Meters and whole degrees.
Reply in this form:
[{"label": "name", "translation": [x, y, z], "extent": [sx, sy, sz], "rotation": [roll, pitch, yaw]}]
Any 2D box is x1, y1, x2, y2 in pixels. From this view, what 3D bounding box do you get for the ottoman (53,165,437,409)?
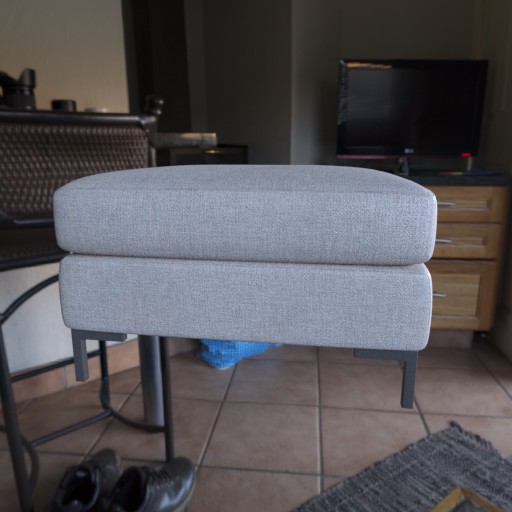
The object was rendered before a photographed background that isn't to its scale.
[{"label": "ottoman", "translation": [0.000, 0.000, 1.226], "extent": [0.820, 0.490, 0.671], "rotation": [2, 13, 9]}]
